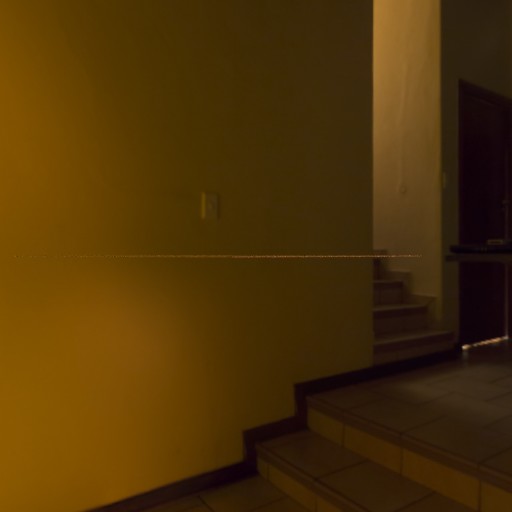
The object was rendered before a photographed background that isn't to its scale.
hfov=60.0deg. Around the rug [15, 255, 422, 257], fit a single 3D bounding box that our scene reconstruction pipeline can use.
[{"bbox_3d":[0.000,0.000,2.969,1.523,0.008,2.438,0,0,35],"label":"rug"}]
